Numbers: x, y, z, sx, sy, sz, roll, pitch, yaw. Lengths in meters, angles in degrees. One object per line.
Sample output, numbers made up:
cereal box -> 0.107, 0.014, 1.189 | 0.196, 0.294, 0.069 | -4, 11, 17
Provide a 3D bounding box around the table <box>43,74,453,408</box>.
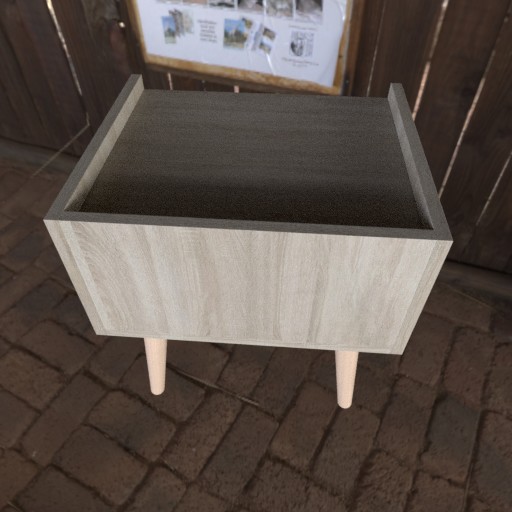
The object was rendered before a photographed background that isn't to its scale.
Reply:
table -> 0.000, 0.000, 0.782 | 0.450, 0.470, 0.370 | 3, 47, 3
